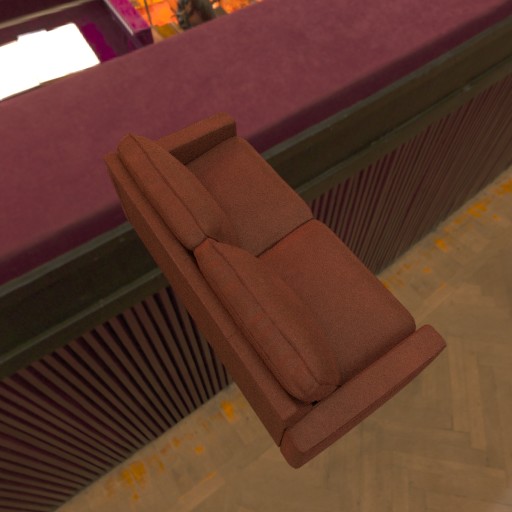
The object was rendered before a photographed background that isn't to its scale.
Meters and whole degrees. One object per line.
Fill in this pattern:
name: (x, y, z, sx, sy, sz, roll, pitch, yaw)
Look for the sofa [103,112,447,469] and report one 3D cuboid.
sofa: (0.000, 0.000, 2.593, 0.940, 0.919, 2.080, -30, 63, -17)
